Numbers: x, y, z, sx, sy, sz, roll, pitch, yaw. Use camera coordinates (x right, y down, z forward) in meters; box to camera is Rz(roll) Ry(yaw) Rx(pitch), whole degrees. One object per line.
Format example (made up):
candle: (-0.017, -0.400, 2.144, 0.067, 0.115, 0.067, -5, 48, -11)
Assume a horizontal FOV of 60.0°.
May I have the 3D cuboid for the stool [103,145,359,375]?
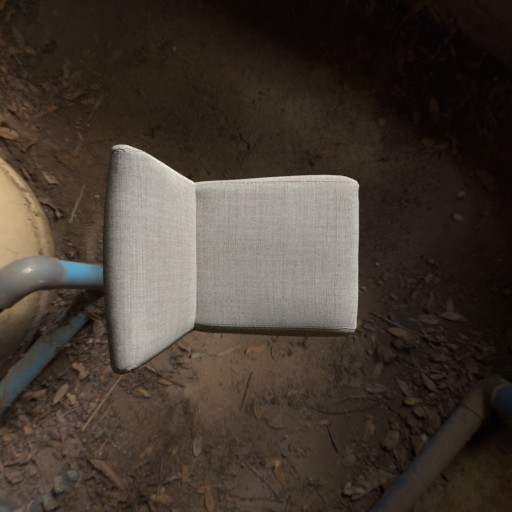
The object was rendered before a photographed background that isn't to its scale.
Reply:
stool: (0.000, 0.000, 1.330, 0.567, 1.039, 0.454, 0, 90, 0)
